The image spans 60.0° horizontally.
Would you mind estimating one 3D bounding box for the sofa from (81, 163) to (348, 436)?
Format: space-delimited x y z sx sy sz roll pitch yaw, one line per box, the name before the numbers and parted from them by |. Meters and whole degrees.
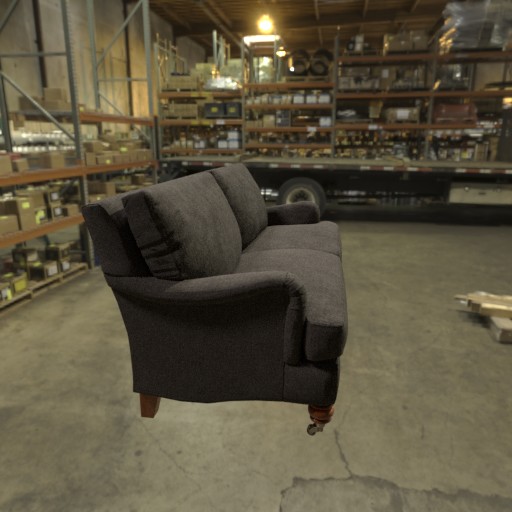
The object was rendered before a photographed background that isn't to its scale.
sofa | 0.000 0.000 2.784 1.087 1.054 2.160 2 15 9
